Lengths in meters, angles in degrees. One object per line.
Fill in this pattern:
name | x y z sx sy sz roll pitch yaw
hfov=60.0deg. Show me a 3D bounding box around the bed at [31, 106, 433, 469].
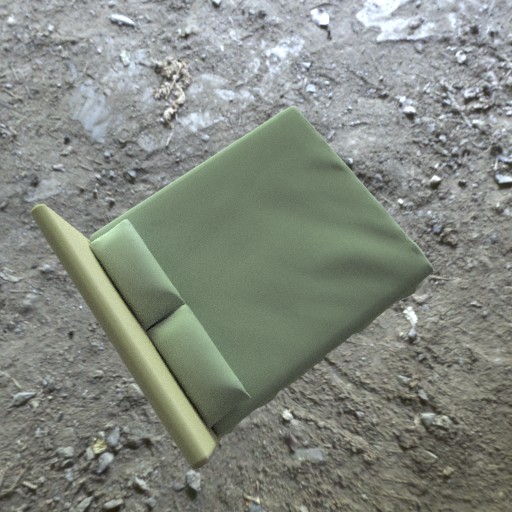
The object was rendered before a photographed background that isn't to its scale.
bed | 0.000 0.000 3.285 2.142 1.330 1.884 -35 77 -9
